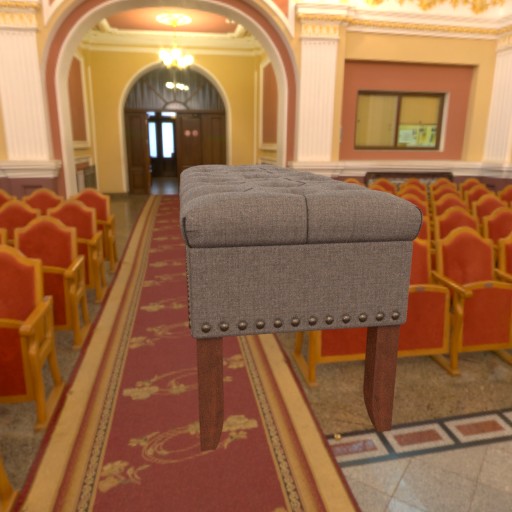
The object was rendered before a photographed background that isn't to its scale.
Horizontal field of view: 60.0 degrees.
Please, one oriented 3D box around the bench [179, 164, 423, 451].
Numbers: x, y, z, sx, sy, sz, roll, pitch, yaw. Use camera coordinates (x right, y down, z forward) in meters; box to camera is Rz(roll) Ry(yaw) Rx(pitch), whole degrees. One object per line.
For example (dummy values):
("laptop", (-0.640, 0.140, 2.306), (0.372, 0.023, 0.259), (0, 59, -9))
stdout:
("bench", (0.000, 0.000, 1.271), (0.417, 0.470, 1.052), (-2, 15, -9))
